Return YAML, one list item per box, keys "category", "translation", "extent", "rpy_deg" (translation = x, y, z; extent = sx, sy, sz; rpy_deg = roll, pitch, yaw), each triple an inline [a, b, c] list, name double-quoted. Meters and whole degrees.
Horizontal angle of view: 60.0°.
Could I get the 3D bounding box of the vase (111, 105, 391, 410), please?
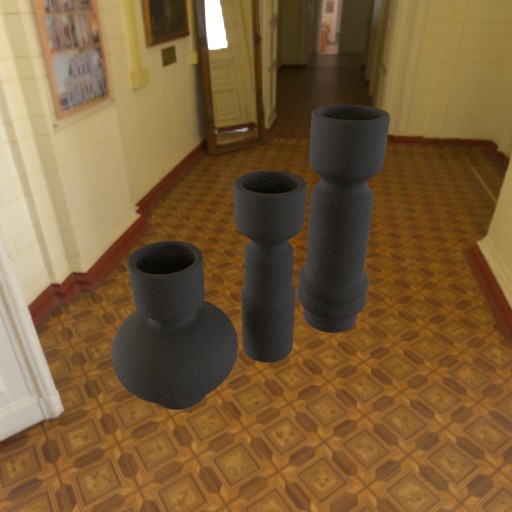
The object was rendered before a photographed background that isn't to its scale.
- category: "vase"
  translation: [0.000, 0.000, 0.437]
  extent: [0.307, 0.249, 0.120]
  rpy_deg: [-19, 35, -29]
